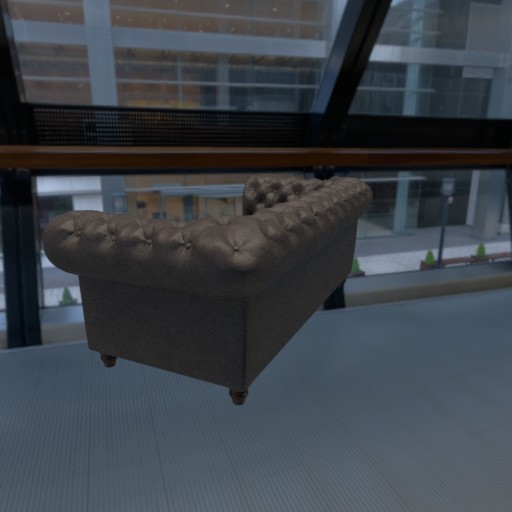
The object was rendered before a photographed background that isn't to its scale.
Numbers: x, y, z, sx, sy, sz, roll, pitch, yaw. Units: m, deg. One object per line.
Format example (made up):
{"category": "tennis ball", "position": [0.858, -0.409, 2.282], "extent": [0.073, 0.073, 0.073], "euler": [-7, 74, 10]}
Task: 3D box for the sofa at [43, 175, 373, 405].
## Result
{"category": "sofa", "position": [0.000, 0.000, 2.523], "extent": [0.944, 0.779, 2.048], "euler": [7, 17, 25]}
